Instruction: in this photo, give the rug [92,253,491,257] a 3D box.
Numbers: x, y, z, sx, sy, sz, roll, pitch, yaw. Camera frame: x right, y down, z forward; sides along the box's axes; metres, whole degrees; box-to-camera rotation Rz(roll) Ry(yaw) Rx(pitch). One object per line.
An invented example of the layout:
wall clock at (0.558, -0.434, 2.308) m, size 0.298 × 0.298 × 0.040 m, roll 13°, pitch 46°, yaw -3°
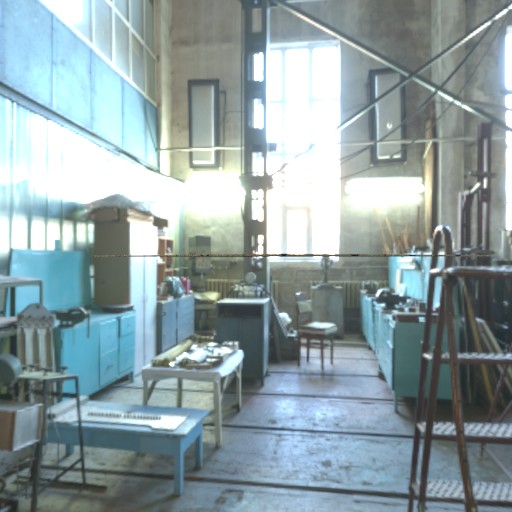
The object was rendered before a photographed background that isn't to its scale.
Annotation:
rug at (0.000, 0.000, 3.075) m, size 1.526 × 0.008 × 2.465 m, roll 0°, pitch 0°, yaw -36°
